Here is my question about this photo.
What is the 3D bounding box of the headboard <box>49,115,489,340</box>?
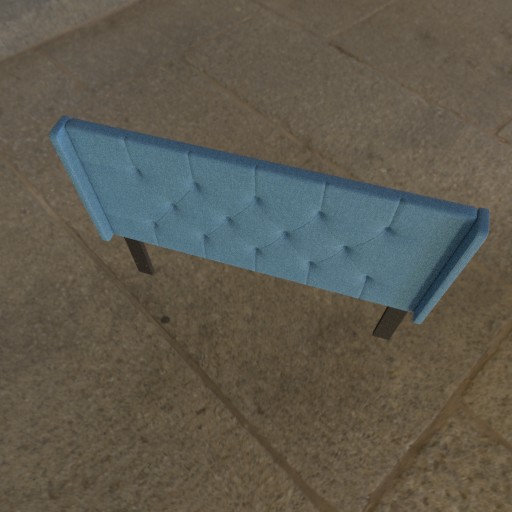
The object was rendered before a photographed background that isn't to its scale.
[{"bbox_3d":[0.000,0.000,2.662,2.051,1.524,0.184,14,59,9],"label":"headboard"}]
